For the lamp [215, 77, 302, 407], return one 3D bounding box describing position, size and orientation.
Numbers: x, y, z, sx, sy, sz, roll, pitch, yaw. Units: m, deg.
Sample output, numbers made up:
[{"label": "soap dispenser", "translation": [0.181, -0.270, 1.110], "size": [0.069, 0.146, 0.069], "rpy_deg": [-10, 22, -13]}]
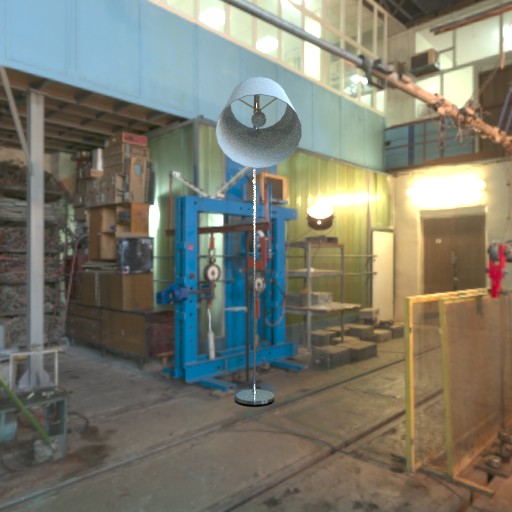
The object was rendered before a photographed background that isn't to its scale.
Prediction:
[{"label": "lamp", "translation": [0.000, 0.000, 2.648], "size": [0.406, 2.098, 1.445], "rpy_deg": [0, 0, -1]}]
